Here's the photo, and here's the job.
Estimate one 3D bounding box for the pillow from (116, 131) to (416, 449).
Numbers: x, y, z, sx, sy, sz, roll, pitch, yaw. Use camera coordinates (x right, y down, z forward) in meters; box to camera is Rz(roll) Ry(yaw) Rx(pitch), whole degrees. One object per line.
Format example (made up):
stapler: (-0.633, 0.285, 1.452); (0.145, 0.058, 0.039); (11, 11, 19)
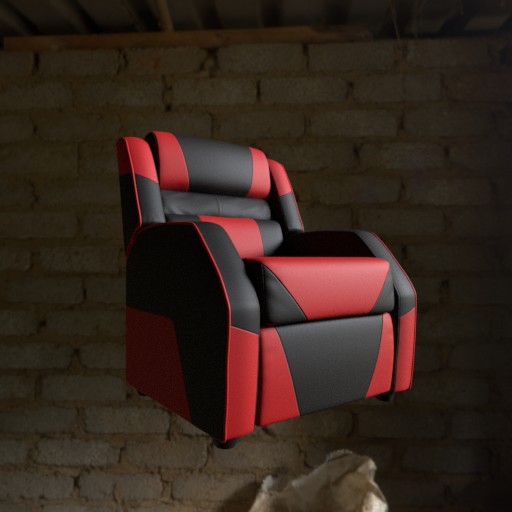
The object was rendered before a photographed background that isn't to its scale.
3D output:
pillow: (0.000, 0.000, 1.296); (0.620, 0.805, 0.672); (0, 0, -36)
